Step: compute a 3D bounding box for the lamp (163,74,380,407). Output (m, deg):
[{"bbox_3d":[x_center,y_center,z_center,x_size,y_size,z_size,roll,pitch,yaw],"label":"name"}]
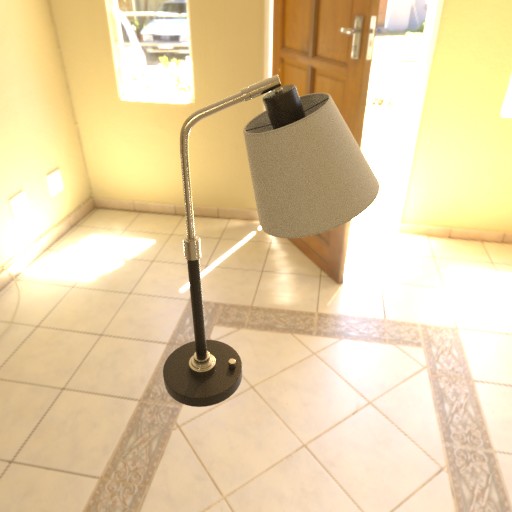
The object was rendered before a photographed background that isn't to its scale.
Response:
[{"bbox_3d":[0.000,0.000,0.700,0.348,0.539,0.181,0,32,1],"label":"lamp"}]
